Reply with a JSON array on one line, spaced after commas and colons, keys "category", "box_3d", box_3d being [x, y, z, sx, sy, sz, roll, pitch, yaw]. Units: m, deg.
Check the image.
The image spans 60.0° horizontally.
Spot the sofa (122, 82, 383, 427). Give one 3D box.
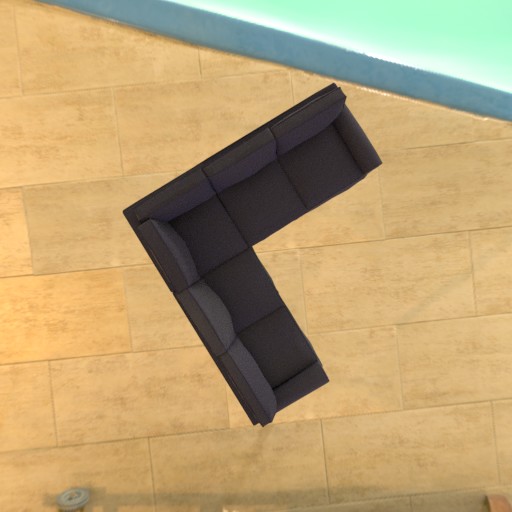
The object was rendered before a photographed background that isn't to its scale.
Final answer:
[{"category": "sofa", "box_3d": [0.000, 0.000, 5.092, 2.874, 1.169, 3.773, 0, 91, -1]}]
